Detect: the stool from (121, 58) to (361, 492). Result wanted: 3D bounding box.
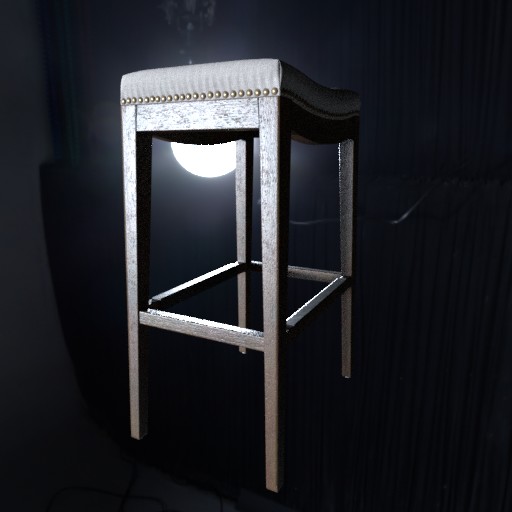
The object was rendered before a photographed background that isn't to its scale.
[{"bbox_3d":[0.000,0.000,1.028,0.356,0.762,0.508,7,15,27],"label":"stool"}]
